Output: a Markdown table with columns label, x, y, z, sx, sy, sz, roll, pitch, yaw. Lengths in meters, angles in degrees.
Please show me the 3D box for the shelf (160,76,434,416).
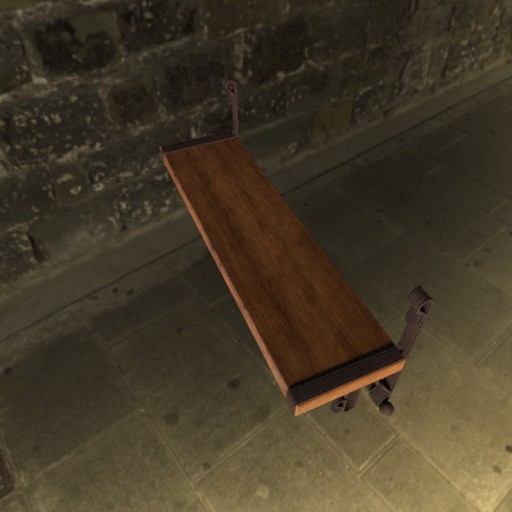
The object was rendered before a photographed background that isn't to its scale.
| label | x | y | z | sx | sy | sz | roll | pitch | yaw |
| --- | --- | --- | --- | --- | --- | --- | --- | --- | --- |
| shelf | 0.000 | 0.000 | 0.691 | 0.146 | 0.330 | 0.567 | -18 | 49 | -16 |
